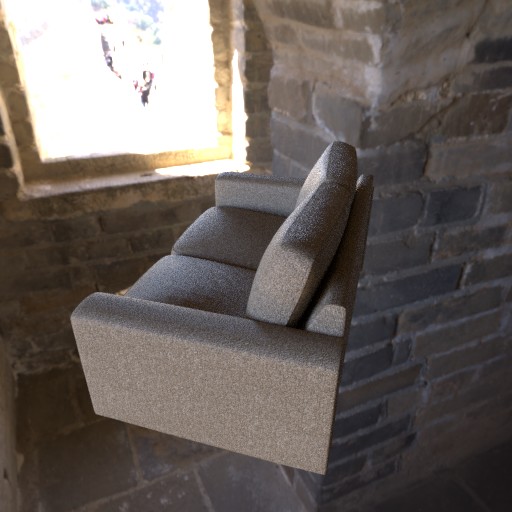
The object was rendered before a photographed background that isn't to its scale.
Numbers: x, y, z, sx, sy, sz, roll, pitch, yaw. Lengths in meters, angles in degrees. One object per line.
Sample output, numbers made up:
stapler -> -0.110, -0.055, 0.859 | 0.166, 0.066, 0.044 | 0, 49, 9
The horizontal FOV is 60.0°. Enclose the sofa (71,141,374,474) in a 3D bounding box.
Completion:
sofa -> 0.000, 0.000, 2.204 | 1.016, 0.873, 1.616 | 9, 31, 14
